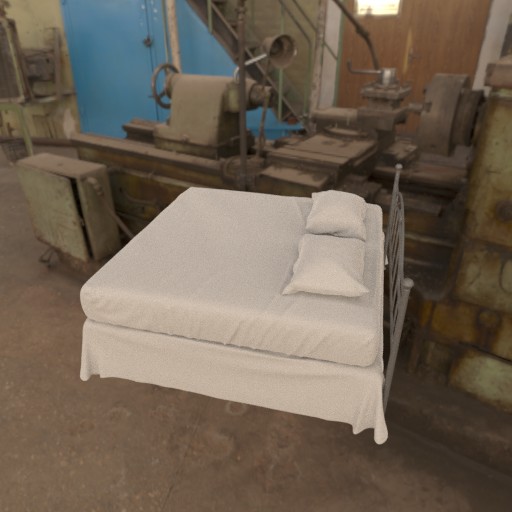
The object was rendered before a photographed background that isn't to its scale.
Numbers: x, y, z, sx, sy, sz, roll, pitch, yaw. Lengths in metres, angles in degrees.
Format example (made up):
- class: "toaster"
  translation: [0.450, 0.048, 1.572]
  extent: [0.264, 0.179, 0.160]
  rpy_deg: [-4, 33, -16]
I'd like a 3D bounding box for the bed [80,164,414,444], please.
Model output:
- class: "bed"
  translation: [0.000, 0.000, 3.587]
  extent: [2.220, 1.080, 2.309]
  rpy_deg: [7, 30, 13]
